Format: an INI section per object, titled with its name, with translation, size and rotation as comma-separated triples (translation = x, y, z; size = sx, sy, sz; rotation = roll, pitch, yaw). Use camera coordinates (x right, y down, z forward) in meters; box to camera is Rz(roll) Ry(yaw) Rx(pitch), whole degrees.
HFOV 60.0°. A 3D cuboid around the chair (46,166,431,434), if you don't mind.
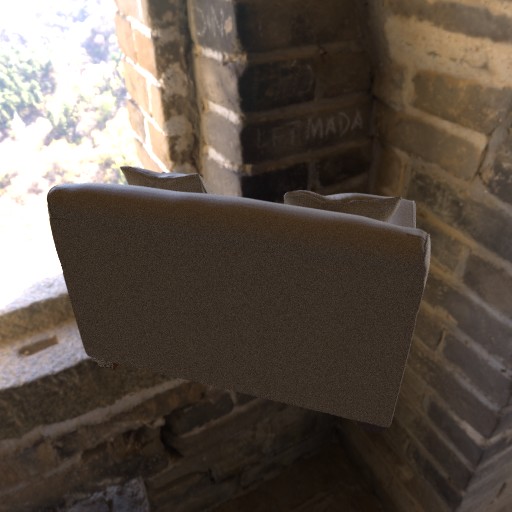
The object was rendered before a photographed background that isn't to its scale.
[chair]
translation = 0.000, 0.000, 2.074
size = 1.383, 0.948, 1.000
rotation = 9, 33, 14
